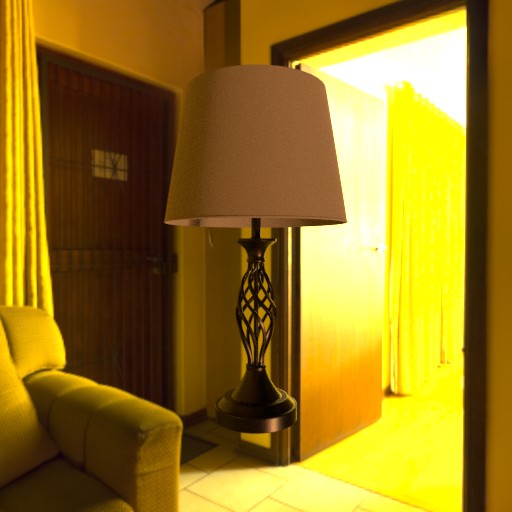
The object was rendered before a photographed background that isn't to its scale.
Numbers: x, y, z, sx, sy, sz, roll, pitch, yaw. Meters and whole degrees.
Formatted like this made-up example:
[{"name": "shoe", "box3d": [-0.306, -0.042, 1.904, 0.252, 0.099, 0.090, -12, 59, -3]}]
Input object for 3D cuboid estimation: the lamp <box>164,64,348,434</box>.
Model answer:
[{"name": "lamp", "box3d": [0.000, 0.000, 0.813, 0.331, 0.594, 0.331, 0, 1, 0]}]
